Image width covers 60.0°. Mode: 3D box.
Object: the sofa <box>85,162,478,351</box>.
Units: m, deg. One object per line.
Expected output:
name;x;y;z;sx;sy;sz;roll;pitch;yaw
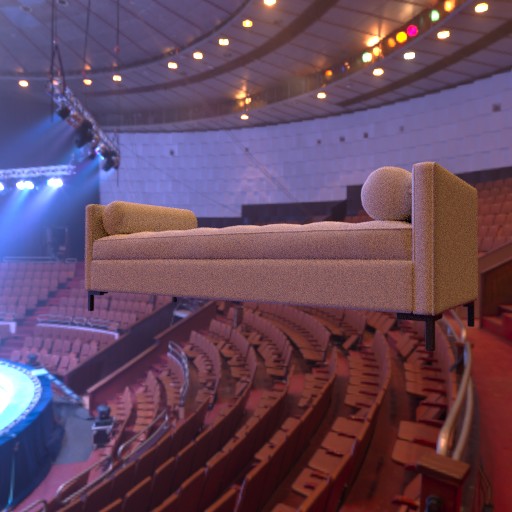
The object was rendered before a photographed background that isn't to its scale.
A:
sofa;0.000;0.000;2.307;1.985;0.641;0.746;0;-1;36
